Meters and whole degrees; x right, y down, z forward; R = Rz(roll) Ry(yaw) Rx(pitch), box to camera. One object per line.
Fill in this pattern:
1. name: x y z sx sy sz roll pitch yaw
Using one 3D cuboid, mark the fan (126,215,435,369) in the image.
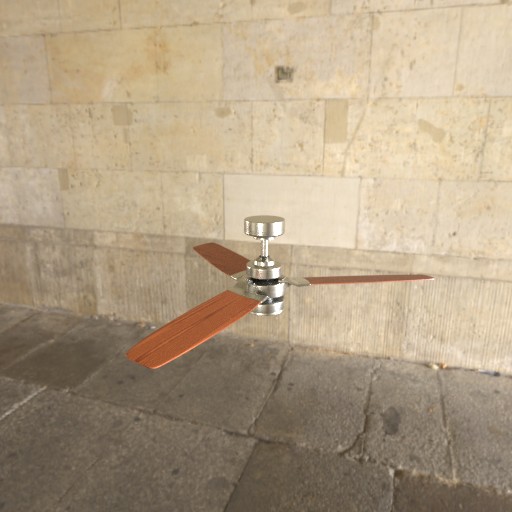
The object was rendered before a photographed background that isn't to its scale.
1. fan: 0.000 0.000 2.071 1.416 0.410 1.271 -8 17 -26
